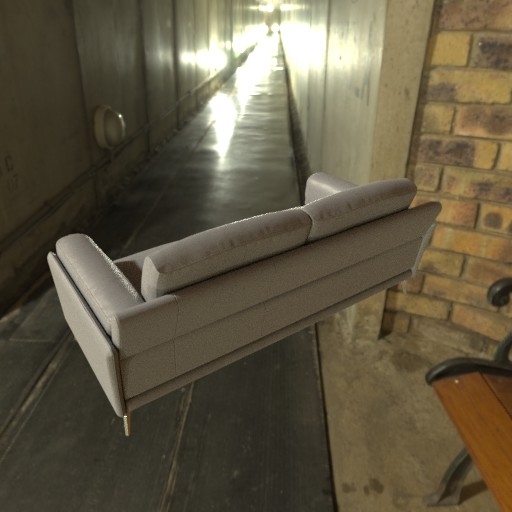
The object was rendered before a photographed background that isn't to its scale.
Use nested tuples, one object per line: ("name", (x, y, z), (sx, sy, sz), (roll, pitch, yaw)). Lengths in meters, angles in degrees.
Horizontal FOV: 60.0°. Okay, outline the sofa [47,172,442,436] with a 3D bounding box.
("sofa", (0.000, 0.000, 2.645), (2.101, 0.930, 1.049), (-19, 35, -30))
